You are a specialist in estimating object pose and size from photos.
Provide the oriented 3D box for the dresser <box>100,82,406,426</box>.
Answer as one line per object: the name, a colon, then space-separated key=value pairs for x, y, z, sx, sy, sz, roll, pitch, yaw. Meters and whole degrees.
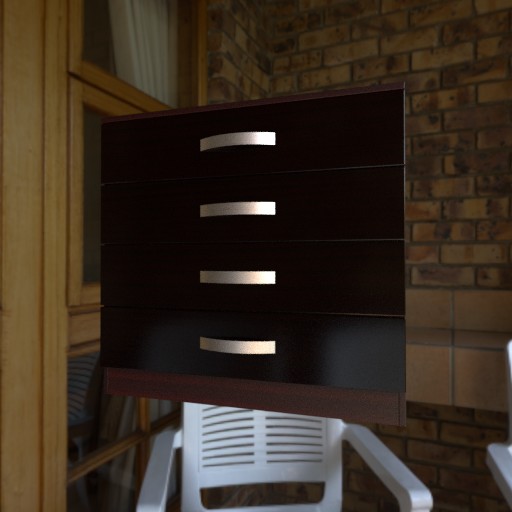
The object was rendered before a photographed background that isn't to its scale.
dresser: x=0.000 y=0.000 z=1.178 sx=0.750 sy=0.720 sz=0.360 roll=0 pitch=-1 yaw=18
